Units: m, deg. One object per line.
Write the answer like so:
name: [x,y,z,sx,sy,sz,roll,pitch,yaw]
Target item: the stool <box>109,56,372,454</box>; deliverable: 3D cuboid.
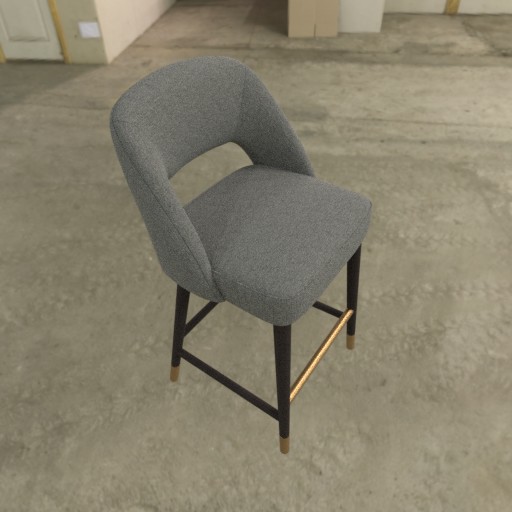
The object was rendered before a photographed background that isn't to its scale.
stool: [0.000,0.000,1.217,0.524,0.925,0.536,24,46,25]
